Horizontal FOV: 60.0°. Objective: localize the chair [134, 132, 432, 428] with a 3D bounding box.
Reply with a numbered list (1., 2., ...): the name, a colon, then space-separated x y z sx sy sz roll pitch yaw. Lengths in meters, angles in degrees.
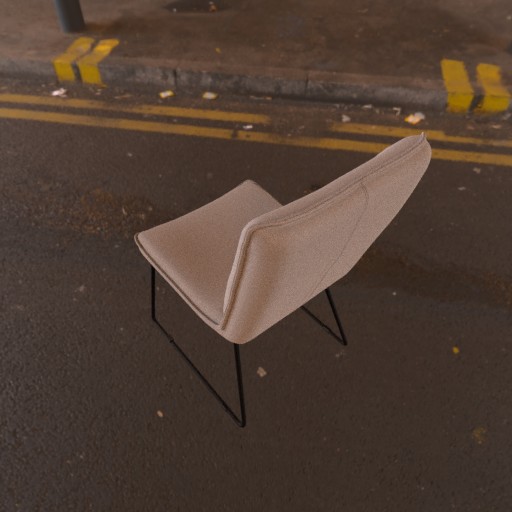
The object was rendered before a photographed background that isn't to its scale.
1. chair: 0.000 0.000 1.356 0.515 0.930 0.688 -30 53 -27
